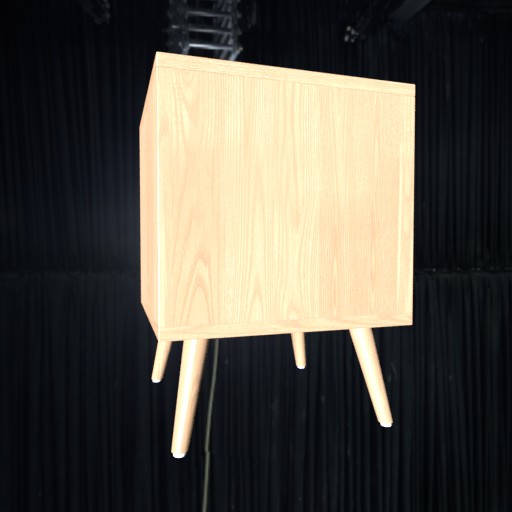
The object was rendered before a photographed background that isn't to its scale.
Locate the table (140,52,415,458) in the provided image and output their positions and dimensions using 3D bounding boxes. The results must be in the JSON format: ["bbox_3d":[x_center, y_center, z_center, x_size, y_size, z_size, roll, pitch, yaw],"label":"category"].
[{"bbox_3d":[0.000,0.000,0.837,0.400,0.550,0.400,-1,2,-18],"label":"table"}]
